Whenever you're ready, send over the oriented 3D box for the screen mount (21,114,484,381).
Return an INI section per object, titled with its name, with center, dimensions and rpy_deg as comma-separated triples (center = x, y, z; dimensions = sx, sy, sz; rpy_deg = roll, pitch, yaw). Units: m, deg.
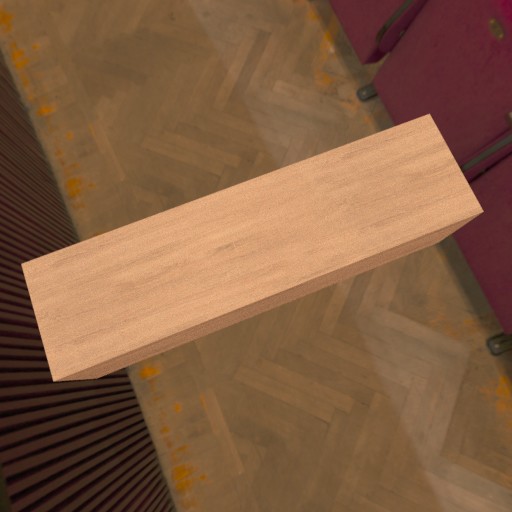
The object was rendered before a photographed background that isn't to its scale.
[screen mount]
center = 0.000, 0.000, 1.725
dimensions = 1.500, 0.510, 0.400
rpy_deg = -21, 77, -5
